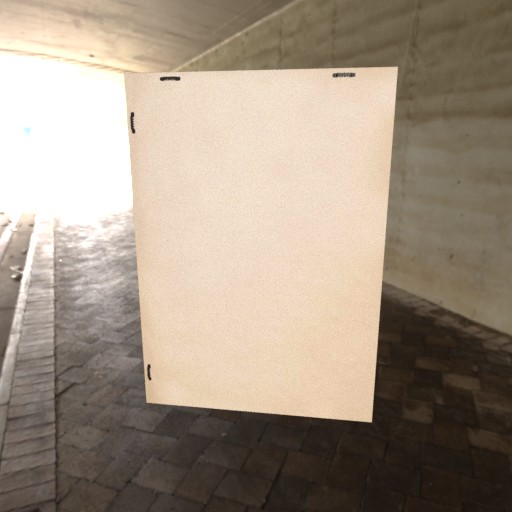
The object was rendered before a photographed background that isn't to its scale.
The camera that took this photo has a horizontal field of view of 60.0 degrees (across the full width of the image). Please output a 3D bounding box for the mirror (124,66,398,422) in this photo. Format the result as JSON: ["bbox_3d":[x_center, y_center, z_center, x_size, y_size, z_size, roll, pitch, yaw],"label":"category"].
[{"bbox_3d":[0.000,0.000,0.913,0.507,0.710,0.040,2,14,8],"label":"mirror"}]
